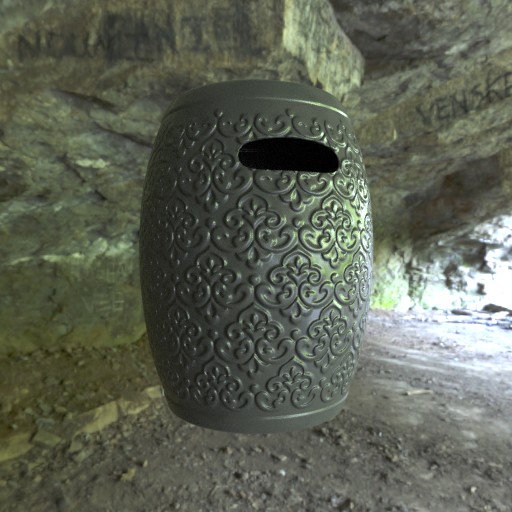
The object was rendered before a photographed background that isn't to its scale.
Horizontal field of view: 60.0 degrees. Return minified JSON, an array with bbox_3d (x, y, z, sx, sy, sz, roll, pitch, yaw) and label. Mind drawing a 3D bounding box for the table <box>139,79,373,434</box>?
[{"bbox_3d":[0.000,0.000,0.605,0.309,0.397,0.309,0,1,0],"label":"table"}]
